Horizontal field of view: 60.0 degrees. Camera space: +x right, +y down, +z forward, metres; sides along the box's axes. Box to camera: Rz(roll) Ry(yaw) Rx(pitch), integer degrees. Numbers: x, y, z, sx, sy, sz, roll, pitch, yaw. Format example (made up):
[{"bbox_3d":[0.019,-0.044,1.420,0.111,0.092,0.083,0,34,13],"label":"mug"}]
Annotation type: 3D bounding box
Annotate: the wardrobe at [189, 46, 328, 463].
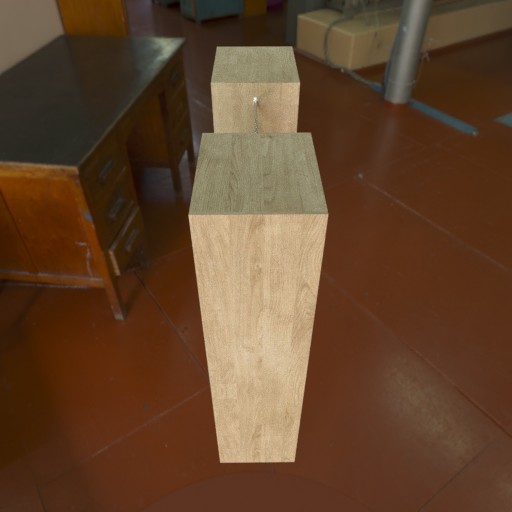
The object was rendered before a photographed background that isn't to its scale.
[{"bbox_3d":[0.000,0.000,2.848,0.480,2.000,1.770,0,42,0],"label":"wardrobe"}]
